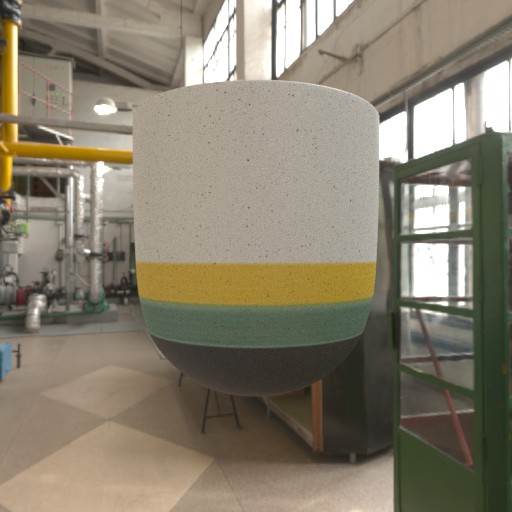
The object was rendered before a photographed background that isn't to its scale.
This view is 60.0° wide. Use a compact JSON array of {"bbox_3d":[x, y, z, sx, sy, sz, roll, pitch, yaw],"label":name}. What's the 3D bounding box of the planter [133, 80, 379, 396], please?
[{"bbox_3d":[0.000,0.000,0.364,0.195,0.214,0.195,0,0,0],"label":"planter"}]
